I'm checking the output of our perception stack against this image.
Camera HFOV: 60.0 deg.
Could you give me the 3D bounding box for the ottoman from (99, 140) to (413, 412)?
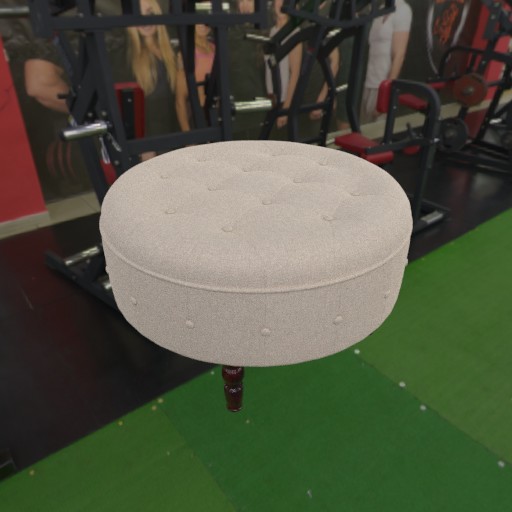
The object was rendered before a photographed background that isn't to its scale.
[{"bbox_3d":[0.000,0.000,1.340,0.848,0.494,0.848,0,31,0],"label":"ottoman"}]
